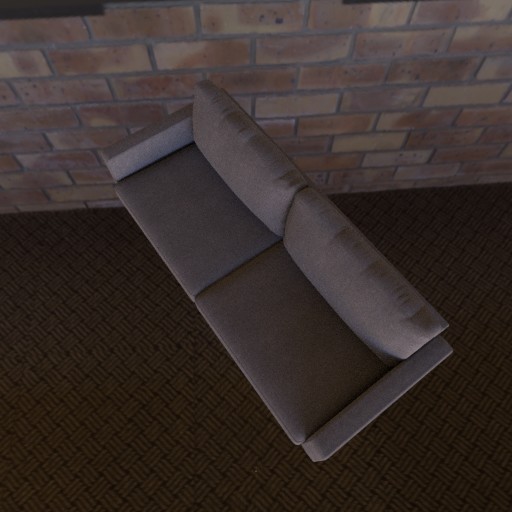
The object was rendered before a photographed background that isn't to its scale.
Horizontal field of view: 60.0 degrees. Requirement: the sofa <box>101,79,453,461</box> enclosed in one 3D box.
[{"bbox_3d":[0.000,0.000,2.567,0.880,0.880,2.100,-33,69,-15],"label":"sofa"}]
